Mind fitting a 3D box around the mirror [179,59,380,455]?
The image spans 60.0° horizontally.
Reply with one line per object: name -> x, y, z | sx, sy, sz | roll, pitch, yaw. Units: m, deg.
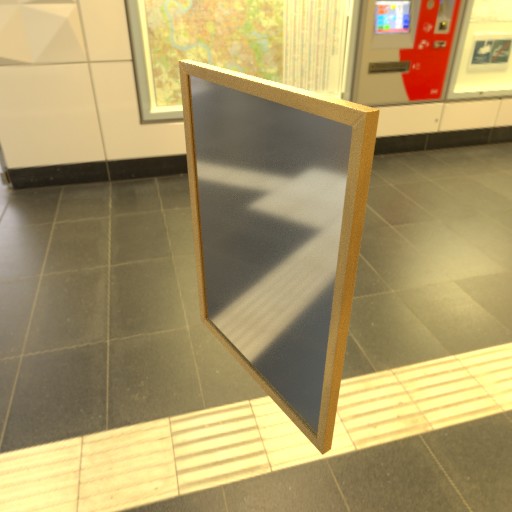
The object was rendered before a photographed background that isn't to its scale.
mirror -> 0.000, 0.000, 1.349 | 0.040, 1.016, 0.762 | -20, 37, -29
